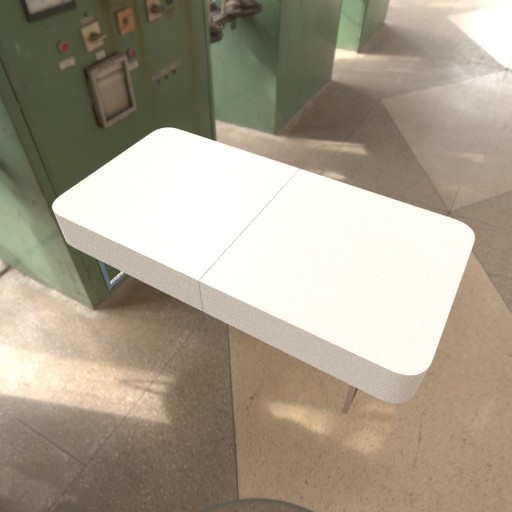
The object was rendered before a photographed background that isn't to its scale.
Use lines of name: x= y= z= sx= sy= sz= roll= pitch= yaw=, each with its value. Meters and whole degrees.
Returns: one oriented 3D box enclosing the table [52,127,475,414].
table: x=0.000 y=0.000 z=1.480 sx=1.200 sy=0.340 sz=0.600 roll=23 pitch=50 yaw=21
